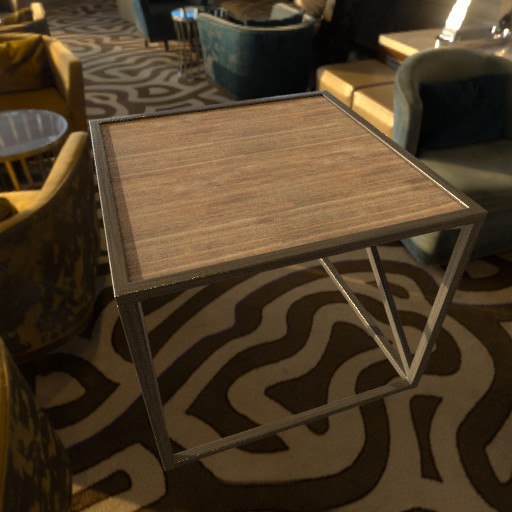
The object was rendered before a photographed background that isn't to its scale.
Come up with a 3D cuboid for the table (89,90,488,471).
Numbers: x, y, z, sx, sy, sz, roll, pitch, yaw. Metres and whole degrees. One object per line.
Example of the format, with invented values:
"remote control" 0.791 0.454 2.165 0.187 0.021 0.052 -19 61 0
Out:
"table" 0.000 0.000 1.047 0.609 0.507 0.611 -13 41 -15
